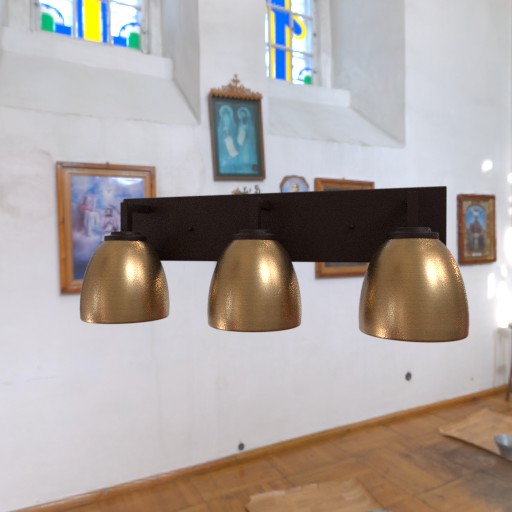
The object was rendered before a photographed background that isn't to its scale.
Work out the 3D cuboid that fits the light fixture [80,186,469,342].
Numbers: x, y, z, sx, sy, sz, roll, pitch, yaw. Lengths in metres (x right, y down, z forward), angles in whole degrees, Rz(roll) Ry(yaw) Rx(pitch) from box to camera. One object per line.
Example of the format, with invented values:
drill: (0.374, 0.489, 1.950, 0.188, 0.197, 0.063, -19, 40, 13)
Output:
light fixture: (0.000, 0.000, 0.666, 0.582, 0.204, 0.157, 0, 1, 17)
